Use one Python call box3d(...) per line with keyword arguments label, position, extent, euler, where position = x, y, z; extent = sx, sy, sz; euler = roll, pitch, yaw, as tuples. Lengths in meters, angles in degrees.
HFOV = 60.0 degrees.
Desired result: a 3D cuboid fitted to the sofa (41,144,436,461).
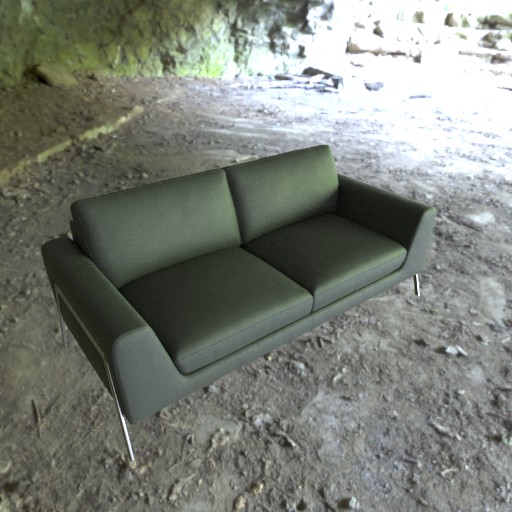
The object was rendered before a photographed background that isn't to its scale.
box3d(label="sofa", position=(0.000, 0.000, 2.490), extent=(2.017, 0.875, 0.953), euler=(-20, 35, -32))
